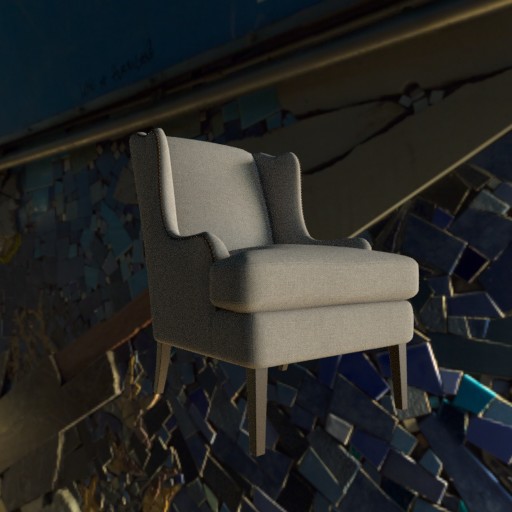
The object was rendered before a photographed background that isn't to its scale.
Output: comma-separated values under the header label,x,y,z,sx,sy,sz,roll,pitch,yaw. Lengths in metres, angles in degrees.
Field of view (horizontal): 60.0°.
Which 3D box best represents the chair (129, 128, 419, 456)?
label,x,y,z,sx,sy,sz,roll,pitch,yaw
chair,0.000,0.000,1.670,0.737,1.029,0.940,0,-1,-35
